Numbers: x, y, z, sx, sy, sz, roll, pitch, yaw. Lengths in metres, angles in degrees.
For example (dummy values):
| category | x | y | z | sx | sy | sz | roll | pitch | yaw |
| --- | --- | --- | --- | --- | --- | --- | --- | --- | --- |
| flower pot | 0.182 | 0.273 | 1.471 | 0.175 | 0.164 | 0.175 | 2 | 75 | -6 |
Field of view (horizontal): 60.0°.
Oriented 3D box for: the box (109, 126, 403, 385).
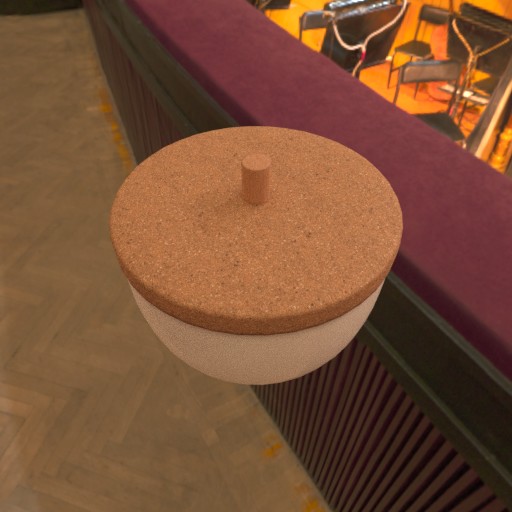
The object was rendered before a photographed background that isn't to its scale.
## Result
| category | x | y | z | sx | sy | sz | roll | pitch | yaw |
| --- | --- | --- | --- | --- | --- | --- | --- | --- | --- |
| box | 0.000 | 0.000 | 0.186 | 0.107 | 0.094 | 0.107 | 0 | 46 | 0 |
